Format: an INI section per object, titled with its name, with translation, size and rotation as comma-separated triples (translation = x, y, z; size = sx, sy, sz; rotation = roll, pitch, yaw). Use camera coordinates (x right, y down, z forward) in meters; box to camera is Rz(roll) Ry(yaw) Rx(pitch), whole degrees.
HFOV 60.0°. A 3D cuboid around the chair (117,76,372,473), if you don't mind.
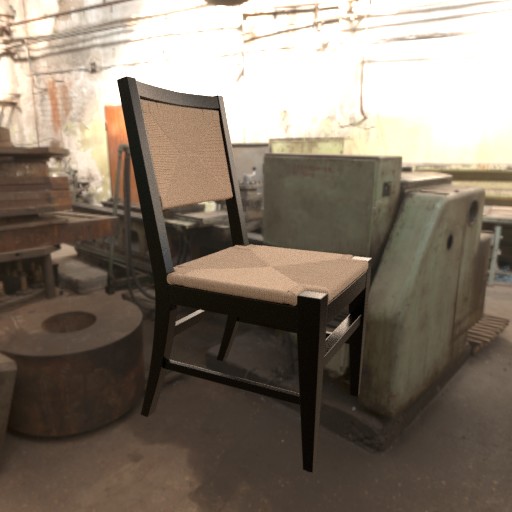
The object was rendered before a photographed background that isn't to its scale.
[chair]
translation = 0.000, 0.000, 1.247
size = 0.552, 0.927, 0.437
rotation = 7, 15, 28
